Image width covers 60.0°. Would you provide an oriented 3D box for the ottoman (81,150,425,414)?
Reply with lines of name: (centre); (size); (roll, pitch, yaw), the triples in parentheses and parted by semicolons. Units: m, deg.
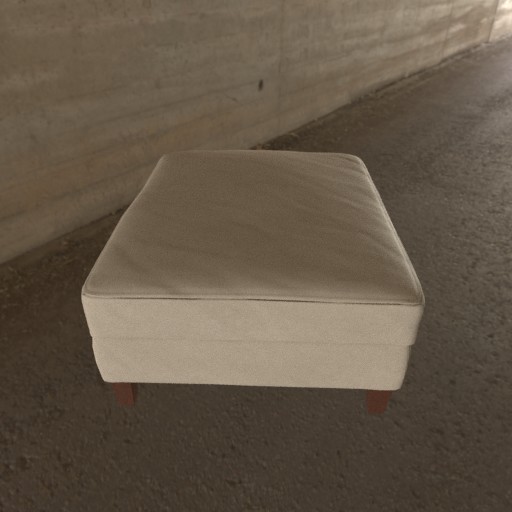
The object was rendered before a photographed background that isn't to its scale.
ottoman: (0.000, 0.000, 1.534); (0.836, 0.492, 1.002); (1, 33, 2)
